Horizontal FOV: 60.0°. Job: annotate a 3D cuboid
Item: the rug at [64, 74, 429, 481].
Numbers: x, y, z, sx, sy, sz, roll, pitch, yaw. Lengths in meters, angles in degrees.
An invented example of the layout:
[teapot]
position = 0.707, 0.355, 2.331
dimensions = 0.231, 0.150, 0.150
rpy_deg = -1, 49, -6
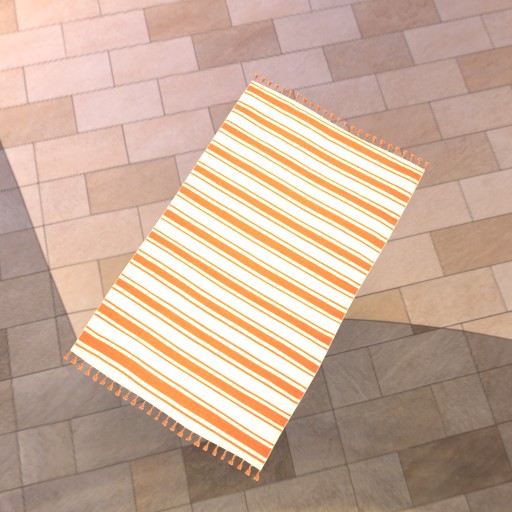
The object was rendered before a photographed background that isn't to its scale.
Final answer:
[rug]
position = 0.000, 0.000, 2.565
dimensions = 1.232, 0.017, 2.092
rpy_deg = 30, 78, 7
